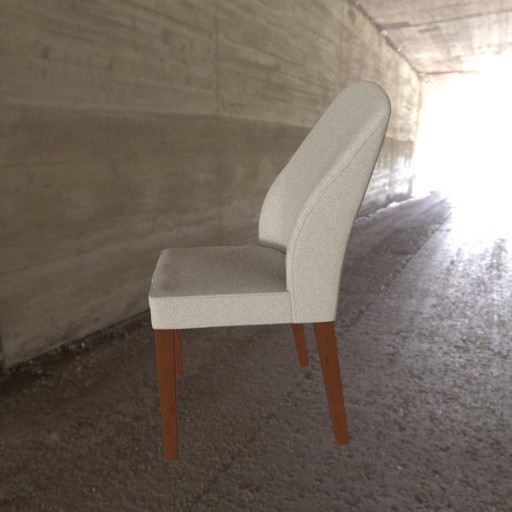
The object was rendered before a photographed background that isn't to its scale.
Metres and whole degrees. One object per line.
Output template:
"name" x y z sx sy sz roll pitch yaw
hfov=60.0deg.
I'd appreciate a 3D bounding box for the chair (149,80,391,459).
"chair" 0.000 0.000 1.197 0.540 0.893 0.472 -2 14 -7
